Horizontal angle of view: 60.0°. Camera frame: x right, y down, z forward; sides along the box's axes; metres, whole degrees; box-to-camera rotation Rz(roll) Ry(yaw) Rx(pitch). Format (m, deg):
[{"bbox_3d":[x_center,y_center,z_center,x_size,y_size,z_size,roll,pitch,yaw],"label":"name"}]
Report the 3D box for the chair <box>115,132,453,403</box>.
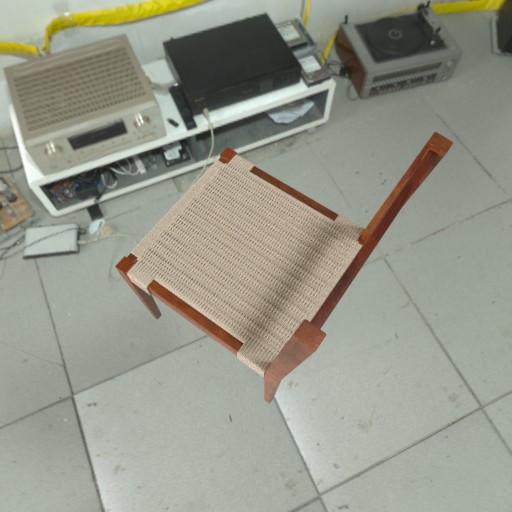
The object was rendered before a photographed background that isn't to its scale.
[{"bbox_3d":[0.000,0.000,1.201,0.569,0.851,0.495,33,68,15],"label":"chair"}]
